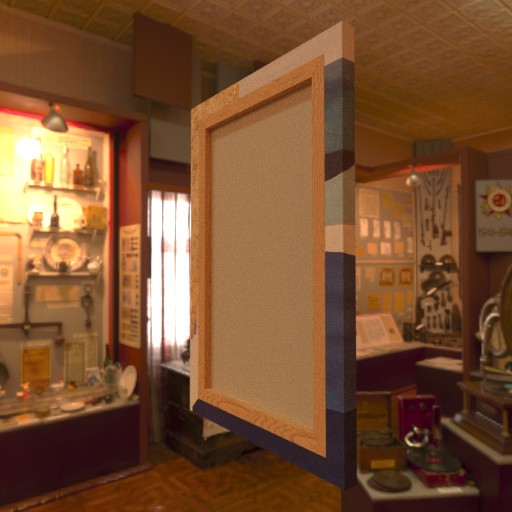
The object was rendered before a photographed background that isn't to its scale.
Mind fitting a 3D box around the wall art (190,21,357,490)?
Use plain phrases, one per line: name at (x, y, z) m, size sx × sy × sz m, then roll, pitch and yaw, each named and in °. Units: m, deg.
wall art at (0.000, 0.000, 1.112) m, size 0.039 × 0.911 × 0.607 m, roll 1°, pitch -2°, yaw -37°
